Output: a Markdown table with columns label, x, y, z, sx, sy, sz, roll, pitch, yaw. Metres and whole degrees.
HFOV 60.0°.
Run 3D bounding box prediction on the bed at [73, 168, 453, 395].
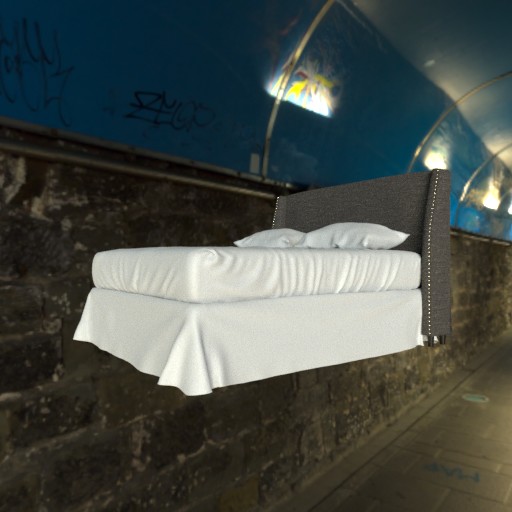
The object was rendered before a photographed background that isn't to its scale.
| label | x | y | z | sx | sy | sz | roll | pitch | yaw |
| --- | --- | --- | --- | --- | --- | --- | --- | --- | --- |
| bed | 0.000 | 0.000 | 3.414 | 2.276 | 1.332 | 1.925 | 0 | -1 | -36 |
